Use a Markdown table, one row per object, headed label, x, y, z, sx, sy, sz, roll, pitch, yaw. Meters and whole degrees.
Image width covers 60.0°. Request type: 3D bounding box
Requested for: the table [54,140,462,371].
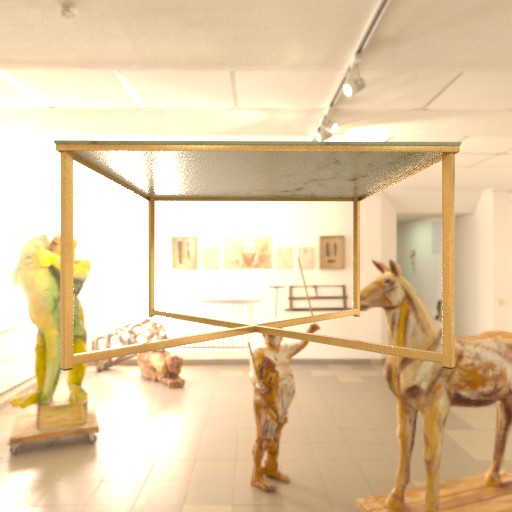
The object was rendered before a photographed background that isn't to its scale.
| label | x | y | z | sx | sy | sz | roll | pitch | yaw |
| --- | --- | --- | --- | --- | --- | --- | --- | --- | --- |
| table | 0.000 | 0.000 | 1.267 | 0.800 | 0.450 | 0.800 | 0 | 0 | -1 |
